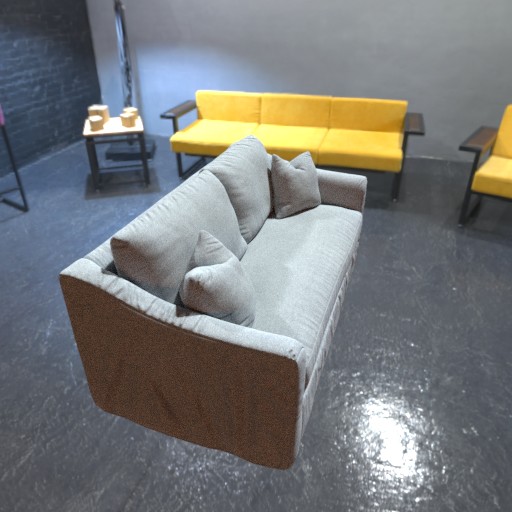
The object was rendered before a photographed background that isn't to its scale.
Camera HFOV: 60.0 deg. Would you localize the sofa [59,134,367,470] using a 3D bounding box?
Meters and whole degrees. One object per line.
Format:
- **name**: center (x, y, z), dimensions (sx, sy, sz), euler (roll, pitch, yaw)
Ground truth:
- **sofa**: center (0.000, 0.000, 2.656), dimensions (1.072, 1.018, 2.010), euler (10, 32, 17)
